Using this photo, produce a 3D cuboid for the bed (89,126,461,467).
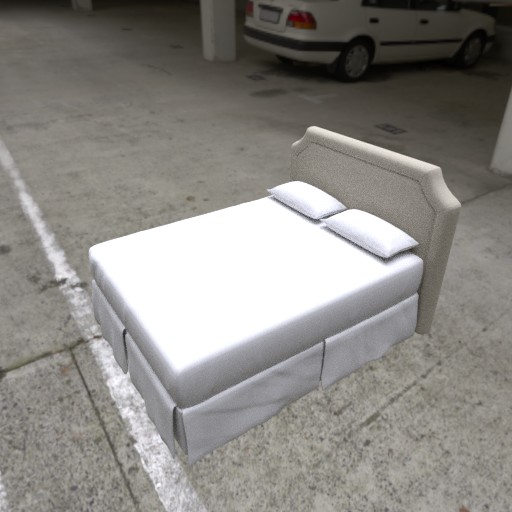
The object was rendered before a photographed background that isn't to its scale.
[{"bbox_3d":[0.000,0.000,3.181,2.116,1.290,1.693,-19,36,-29],"label":"bed"}]
